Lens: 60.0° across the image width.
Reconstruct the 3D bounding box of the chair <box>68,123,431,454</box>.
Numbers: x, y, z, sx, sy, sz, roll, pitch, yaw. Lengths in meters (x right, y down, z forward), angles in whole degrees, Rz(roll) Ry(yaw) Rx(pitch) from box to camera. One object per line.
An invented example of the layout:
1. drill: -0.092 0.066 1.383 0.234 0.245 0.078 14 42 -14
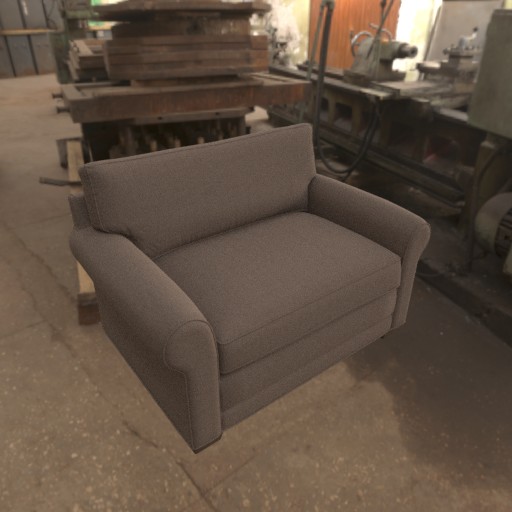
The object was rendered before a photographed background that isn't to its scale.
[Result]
1. chair: 0.000 0.000 2.014 1.390 0.930 0.930 -20 35 -32
